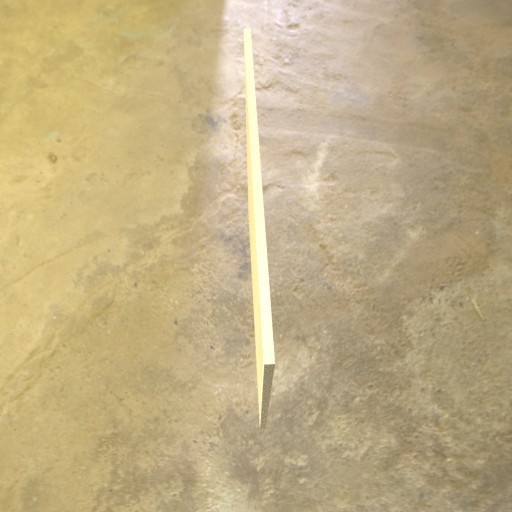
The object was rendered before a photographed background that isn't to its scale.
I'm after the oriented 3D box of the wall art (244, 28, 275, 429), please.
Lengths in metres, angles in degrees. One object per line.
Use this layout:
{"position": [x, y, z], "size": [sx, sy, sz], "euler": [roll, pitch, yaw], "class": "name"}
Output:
{"position": [0.000, 0.000, 0.849], "size": [0.012, 0.557, 0.557], "euler": [-3, 62, -1], "class": "wall art"}
